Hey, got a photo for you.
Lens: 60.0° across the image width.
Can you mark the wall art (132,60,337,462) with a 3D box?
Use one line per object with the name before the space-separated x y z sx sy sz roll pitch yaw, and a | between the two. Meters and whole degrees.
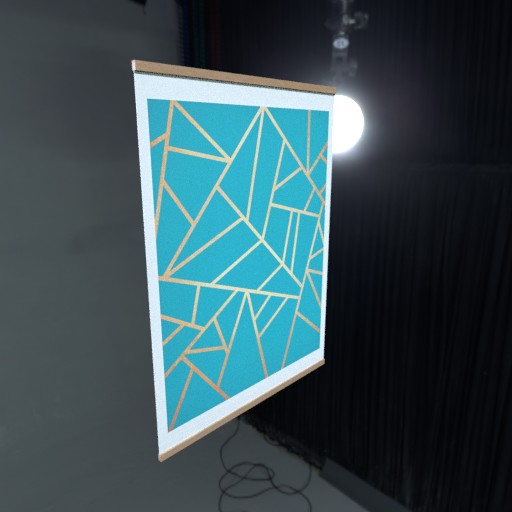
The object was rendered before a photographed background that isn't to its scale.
wall art | 0.000 0.000 1.347 0.013 1.016 0.758 14 20 42
